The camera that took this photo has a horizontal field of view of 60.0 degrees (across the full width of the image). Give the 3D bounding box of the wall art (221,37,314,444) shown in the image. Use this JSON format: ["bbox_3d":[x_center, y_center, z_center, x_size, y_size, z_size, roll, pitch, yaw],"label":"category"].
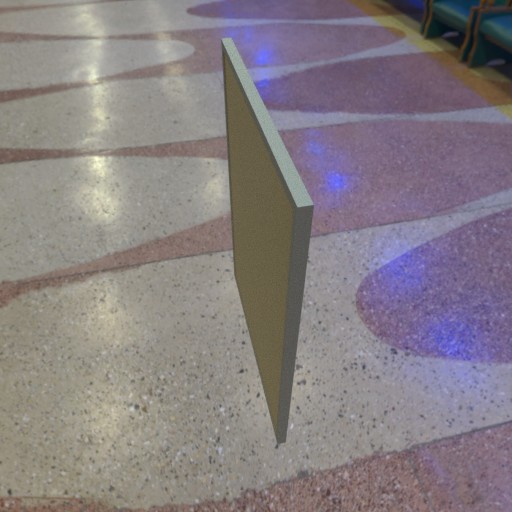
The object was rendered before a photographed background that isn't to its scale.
[{"bbox_3d":[0.000,0.000,1.405,0.034,1.042,0.789,-9,47,-9],"label":"wall art"}]
